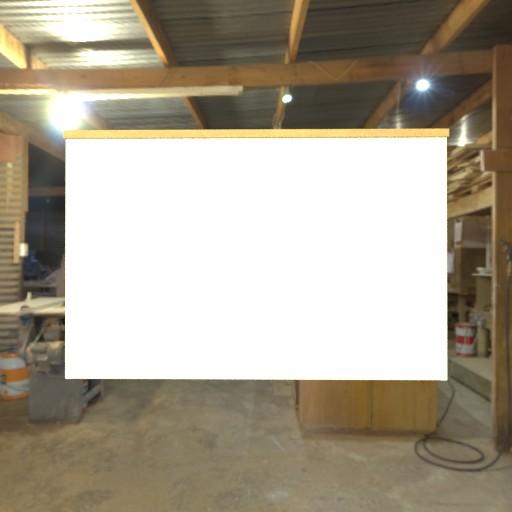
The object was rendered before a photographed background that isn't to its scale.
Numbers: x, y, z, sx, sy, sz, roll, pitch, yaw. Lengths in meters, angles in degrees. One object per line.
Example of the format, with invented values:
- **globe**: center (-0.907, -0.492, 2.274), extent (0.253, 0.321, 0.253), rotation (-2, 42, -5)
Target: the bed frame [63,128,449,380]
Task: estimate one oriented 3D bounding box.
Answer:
- **bed frame**: center (0.000, 0.000, 1.704), extent (1.300, 0.850, 0.430), rotation (0, 0, 1)
